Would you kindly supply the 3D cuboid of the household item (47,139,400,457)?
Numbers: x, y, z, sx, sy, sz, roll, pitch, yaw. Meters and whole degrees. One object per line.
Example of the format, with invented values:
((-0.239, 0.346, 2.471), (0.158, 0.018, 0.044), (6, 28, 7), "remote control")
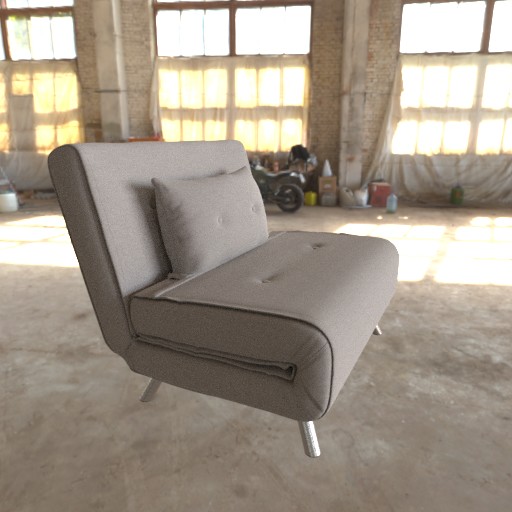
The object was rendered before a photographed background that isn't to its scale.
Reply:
((0.000, 0.000, 1.601), (0.874, 0.800, 1.000), (7, 17, 25), "household item")
